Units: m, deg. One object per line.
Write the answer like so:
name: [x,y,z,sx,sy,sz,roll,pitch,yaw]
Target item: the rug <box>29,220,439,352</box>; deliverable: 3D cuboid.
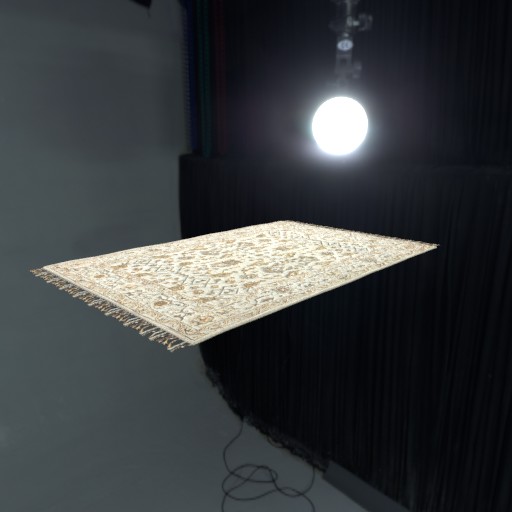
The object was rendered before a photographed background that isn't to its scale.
rug: [0.000,0.000,3.016,1.529,0.027,2.434,14,20,43]
